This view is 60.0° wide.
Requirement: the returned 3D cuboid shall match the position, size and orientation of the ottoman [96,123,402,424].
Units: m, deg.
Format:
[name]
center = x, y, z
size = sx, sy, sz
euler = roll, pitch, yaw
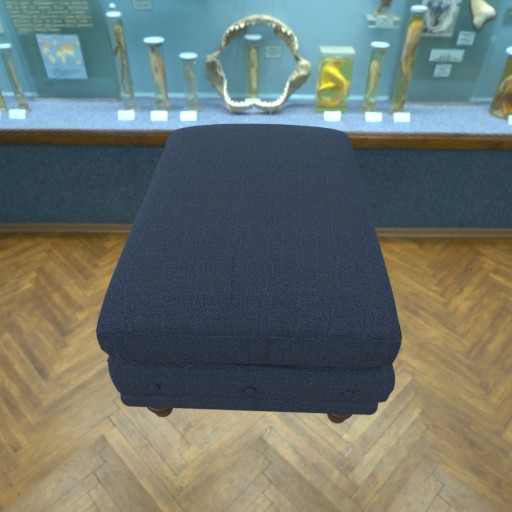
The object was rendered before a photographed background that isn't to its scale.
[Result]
[ottoman]
center = 0.000, 0.000, 1.131
size = 0.558, 0.486, 0.767
euler = 1, 41, 2
